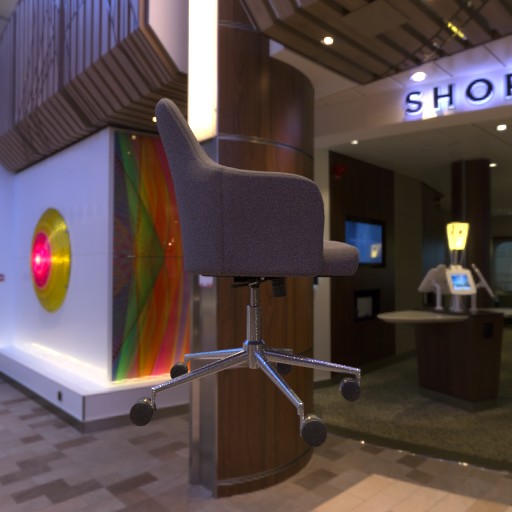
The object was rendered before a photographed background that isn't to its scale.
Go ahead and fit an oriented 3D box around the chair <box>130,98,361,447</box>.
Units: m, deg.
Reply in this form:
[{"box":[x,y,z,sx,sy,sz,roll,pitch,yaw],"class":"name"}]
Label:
[{"box":[0.000,0.000,1.269,0.600,0.820,0.655,0,-1,0],"class":"chair"}]
